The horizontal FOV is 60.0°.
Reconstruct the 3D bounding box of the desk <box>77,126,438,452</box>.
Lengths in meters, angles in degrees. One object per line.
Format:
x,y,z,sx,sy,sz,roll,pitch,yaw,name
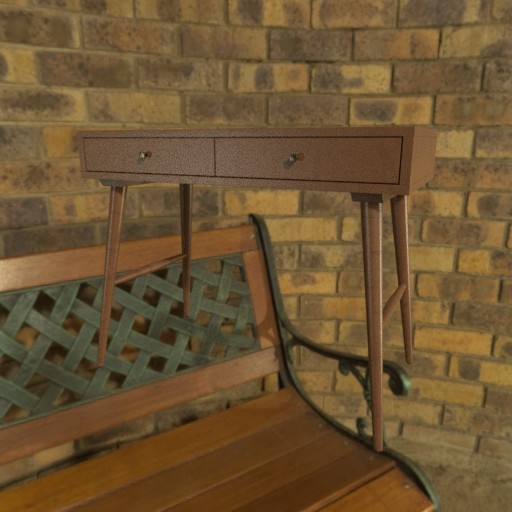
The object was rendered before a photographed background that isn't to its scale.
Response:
0.000,0.000,1.391,0.949,0.758,0.510,7,16,26,desk
